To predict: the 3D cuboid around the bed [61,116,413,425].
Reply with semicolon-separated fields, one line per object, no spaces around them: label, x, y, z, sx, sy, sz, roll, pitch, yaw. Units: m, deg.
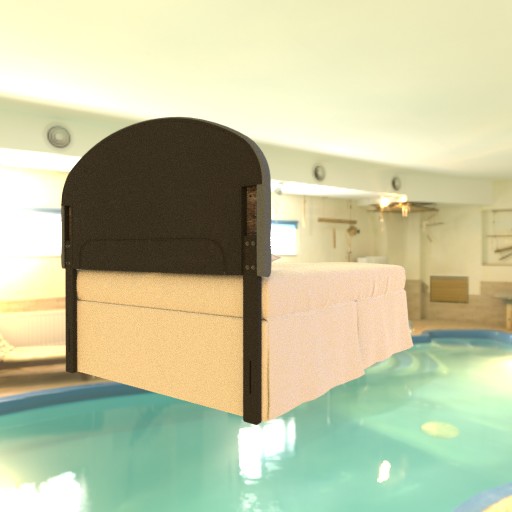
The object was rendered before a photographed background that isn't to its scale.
bed;0.000;0.000;3.088;1.607;1.410;2.005;0;1;36
